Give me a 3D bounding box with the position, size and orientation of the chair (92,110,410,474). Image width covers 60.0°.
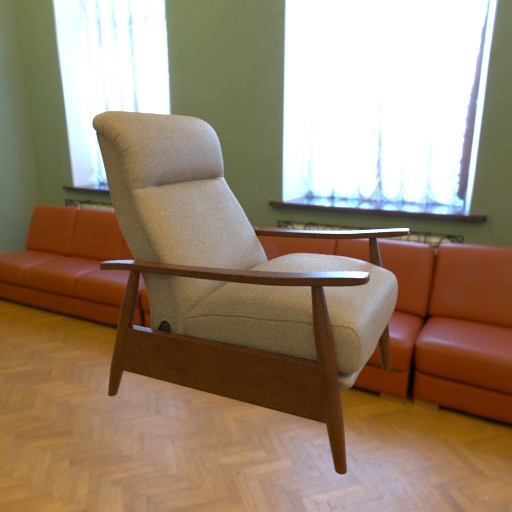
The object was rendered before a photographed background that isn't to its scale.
[{"bbox_3d":[0.000,0.000,1.729,1.030,1.082,0.762,7,16,26],"label":"chair"}]
